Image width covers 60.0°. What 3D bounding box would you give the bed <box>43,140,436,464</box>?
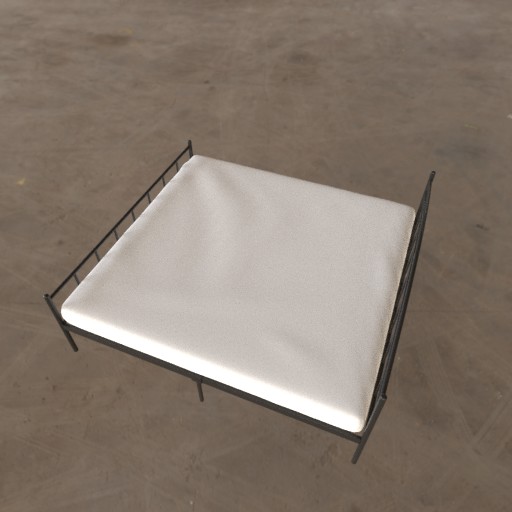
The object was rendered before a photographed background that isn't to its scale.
[{"bbox_3d":[0.000,0.000,3.136,2.040,0.940,1.880,17,49,15],"label":"bed"}]
